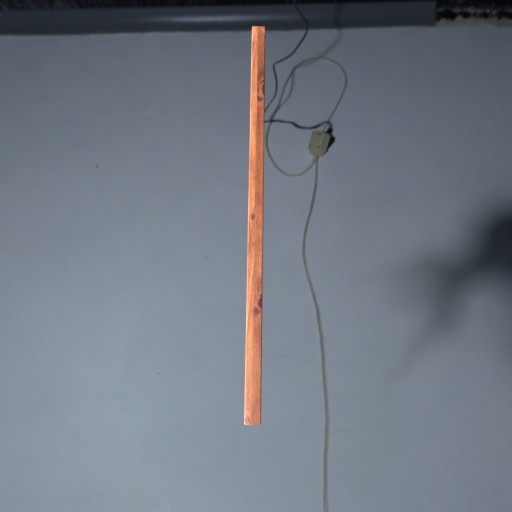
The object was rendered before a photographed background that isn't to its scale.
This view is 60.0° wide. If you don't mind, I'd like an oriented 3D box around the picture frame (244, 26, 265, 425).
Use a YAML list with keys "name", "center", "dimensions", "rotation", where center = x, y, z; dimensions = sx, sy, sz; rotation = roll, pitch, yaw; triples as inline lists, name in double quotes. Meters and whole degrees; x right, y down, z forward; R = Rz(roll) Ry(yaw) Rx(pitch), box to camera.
- name: "picture frame"
  center: [0.000, 0.000, 1.246]
  dimensions: [0.029, 0.817, 0.810]
  rotation: [1, 75, 0]
